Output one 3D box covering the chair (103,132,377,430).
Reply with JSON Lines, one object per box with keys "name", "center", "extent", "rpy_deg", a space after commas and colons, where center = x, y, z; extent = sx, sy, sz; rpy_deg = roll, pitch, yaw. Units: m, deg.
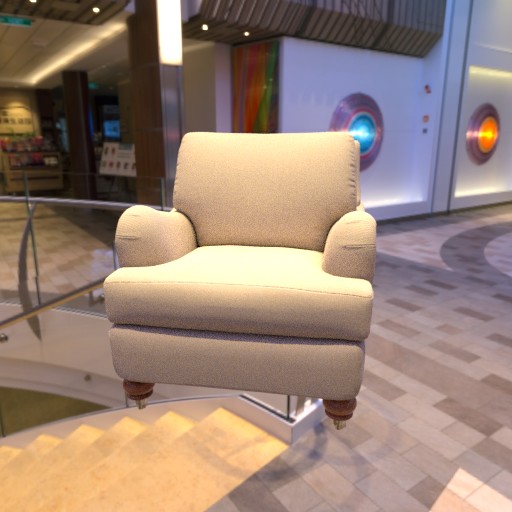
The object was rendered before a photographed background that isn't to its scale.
{"name": "chair", "center": [0.000, 0.000, 1.915], "extent": [0.955, 1.038, 1.070], "rpy_deg": [2, 15, 9]}
